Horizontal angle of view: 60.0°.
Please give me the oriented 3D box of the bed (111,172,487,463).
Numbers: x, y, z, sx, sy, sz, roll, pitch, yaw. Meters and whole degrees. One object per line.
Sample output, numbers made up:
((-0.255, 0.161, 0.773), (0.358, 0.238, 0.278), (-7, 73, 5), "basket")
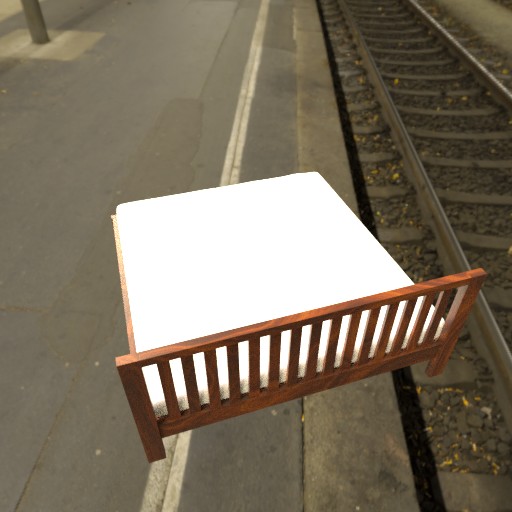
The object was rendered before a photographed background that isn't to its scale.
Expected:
((0.000, 0.000, 3.136), (1.905, 0.890, 2.030), (-12, 41, -14), "bed")
